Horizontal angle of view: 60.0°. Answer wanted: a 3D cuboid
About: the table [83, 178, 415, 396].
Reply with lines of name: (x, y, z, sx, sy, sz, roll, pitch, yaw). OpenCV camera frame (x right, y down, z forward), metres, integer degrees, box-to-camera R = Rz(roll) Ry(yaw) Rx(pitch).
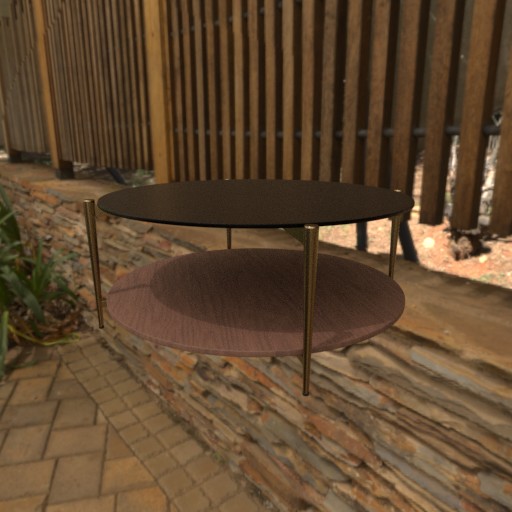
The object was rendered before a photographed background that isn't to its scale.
table: (0.000, 0.000, 1.438, 0.938, 0.400, 0.938, -14, 21, -42)
